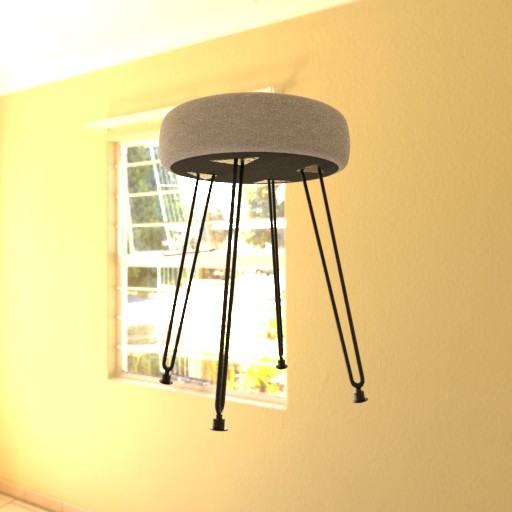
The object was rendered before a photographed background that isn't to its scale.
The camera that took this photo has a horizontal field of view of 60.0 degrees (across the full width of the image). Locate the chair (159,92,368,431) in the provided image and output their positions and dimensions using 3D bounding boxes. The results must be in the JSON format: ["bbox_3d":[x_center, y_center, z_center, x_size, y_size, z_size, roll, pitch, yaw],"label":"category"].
[{"bbox_3d":[0.000,0.000,0.712,0.350,0.440,0.350,0,0,17],"label":"chair"}]
